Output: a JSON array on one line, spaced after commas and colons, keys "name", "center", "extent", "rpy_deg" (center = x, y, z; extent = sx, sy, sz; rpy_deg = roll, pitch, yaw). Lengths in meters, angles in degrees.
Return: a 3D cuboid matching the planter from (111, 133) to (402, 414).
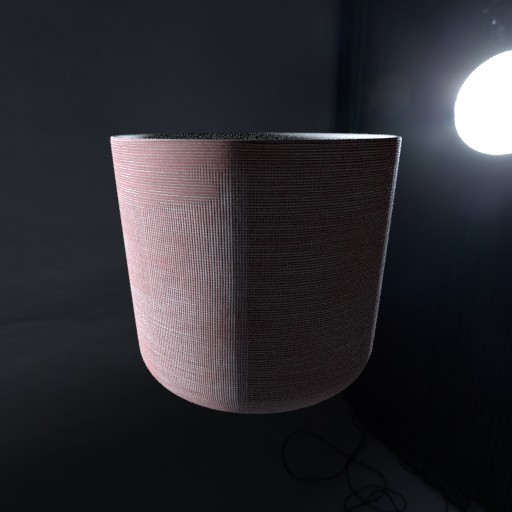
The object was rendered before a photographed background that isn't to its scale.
[{"name": "planter", "center": [0.000, 0.000, 0.758], "extent": [0.440, 0.398, 0.440], "rpy_deg": [0, 17, 0]}]
